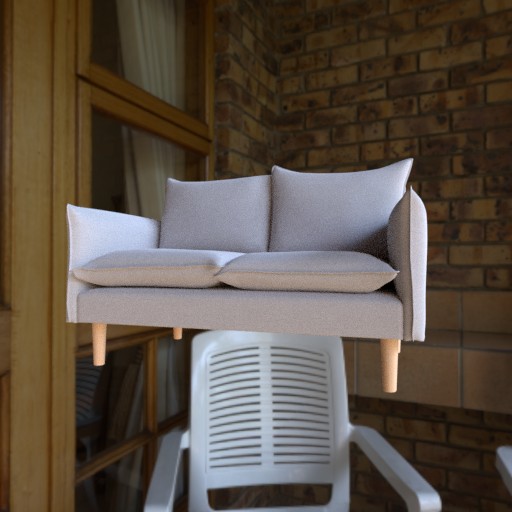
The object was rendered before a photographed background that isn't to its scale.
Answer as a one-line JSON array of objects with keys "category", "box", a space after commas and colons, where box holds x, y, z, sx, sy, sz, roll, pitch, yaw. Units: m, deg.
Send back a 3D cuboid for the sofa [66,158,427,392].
[{"category": "sofa", "box": [0.000, 0.000, 1.818, 1.300, 0.840, 0.820, 0, -1, 19]}]
